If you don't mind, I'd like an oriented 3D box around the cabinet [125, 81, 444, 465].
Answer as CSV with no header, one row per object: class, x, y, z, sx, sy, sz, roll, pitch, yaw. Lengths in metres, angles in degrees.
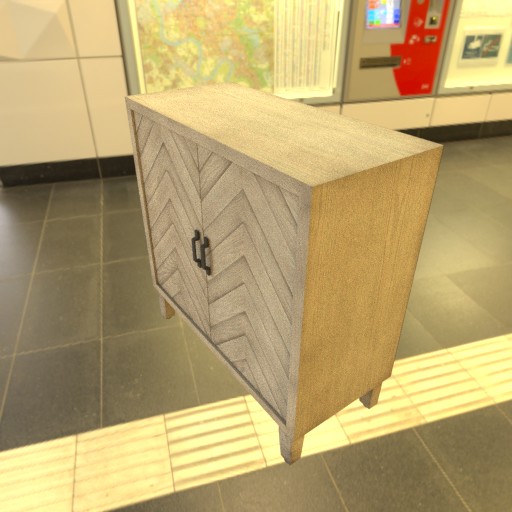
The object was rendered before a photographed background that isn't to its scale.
cabinet,0.000,0.000,1.271,0.370,0.787,0.781,-21,38,-30
